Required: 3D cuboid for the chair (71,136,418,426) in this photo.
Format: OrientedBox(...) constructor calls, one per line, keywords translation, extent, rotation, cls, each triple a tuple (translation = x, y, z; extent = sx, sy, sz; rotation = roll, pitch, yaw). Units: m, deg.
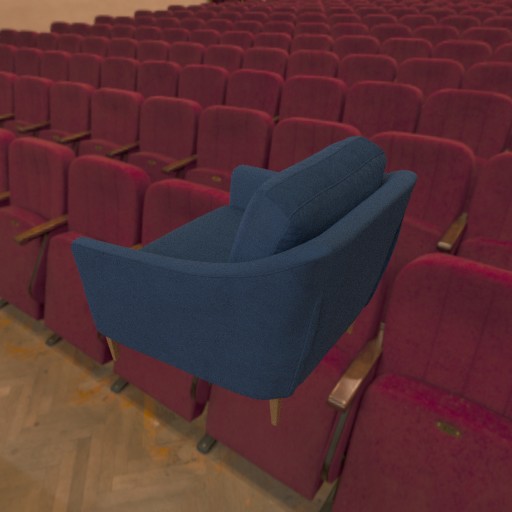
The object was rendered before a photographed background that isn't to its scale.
OrientedBox(translation=(0.000, 0.000, 1.741), extent=(0.961, 0.899, 0.987), rotation=(20, 36, 30), cls="chair")
